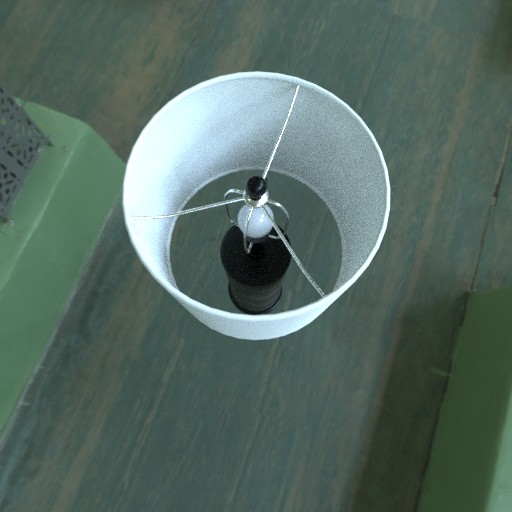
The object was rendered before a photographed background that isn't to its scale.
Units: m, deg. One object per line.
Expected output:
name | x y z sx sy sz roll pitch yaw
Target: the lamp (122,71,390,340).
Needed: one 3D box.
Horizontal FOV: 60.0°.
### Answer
lamp | 0.000 0.000 0.797 0.305 0.634 0.305 18 76 5
